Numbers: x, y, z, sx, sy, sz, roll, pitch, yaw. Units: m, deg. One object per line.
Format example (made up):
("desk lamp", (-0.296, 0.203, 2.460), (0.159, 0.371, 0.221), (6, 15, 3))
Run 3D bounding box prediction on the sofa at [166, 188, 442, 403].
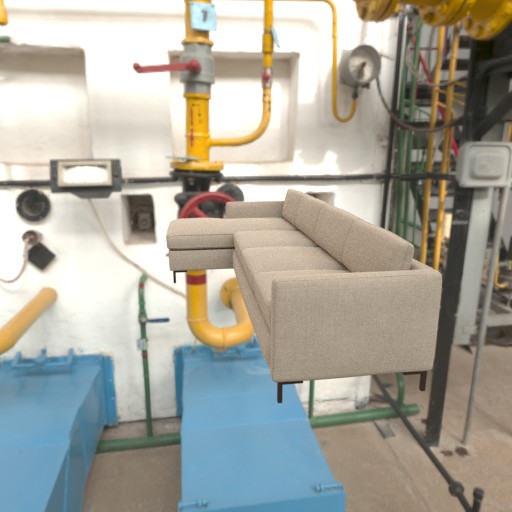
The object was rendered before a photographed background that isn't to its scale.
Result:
("sofa", (0.000, 0.000, 3.515), (1.469, 0.816, 2.923), (-2, 15, -8))
